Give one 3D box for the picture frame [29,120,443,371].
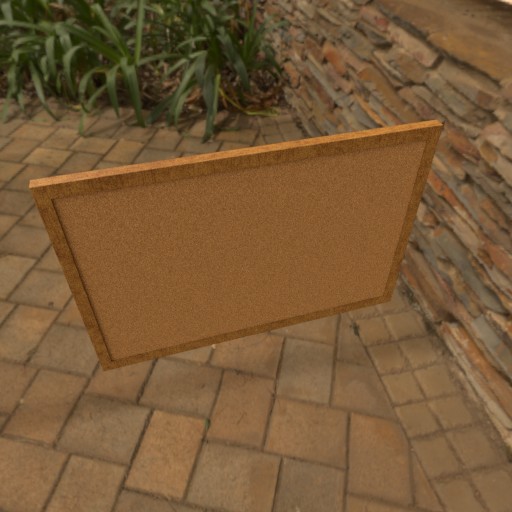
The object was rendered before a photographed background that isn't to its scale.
[{"bbox_3d":[0.000,0.000,1.171,0.922,0.621,0.029,-12,43,-13],"label":"picture frame"}]
